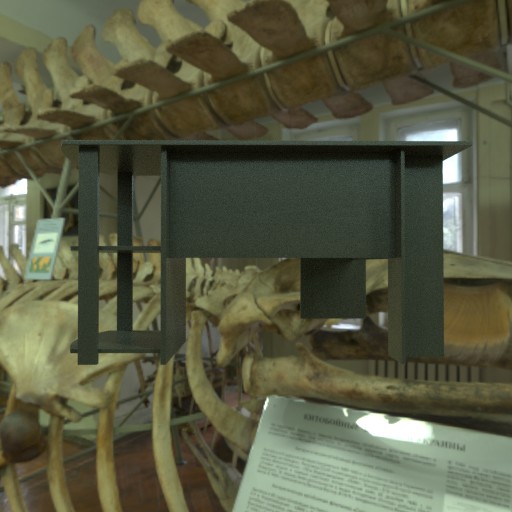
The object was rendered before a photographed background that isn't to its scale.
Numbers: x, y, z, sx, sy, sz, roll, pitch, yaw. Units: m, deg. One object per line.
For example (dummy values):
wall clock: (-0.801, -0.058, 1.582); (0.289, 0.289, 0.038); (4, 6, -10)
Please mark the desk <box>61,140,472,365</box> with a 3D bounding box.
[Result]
desk: (0.000, 0.000, 2.046); (1.361, 0.716, 1.303); (0, -1, -1)
